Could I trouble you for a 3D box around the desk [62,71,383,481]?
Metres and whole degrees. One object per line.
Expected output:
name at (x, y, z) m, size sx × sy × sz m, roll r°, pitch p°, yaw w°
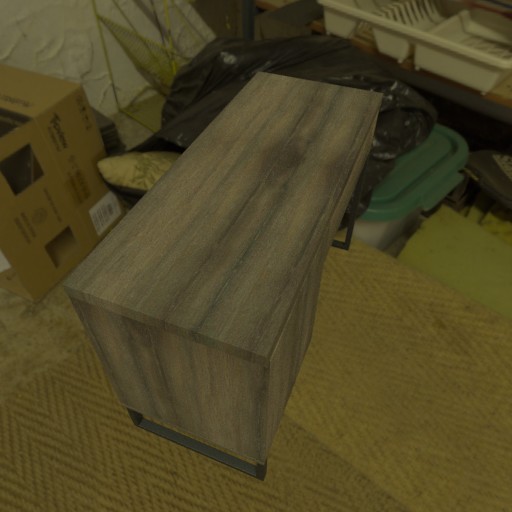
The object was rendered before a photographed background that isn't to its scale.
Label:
desk at (0.000, 0.000, 1.531) m, size 0.511 × 0.752 × 1.134 m, roll 16°, pitch 49°, yaw 15°
